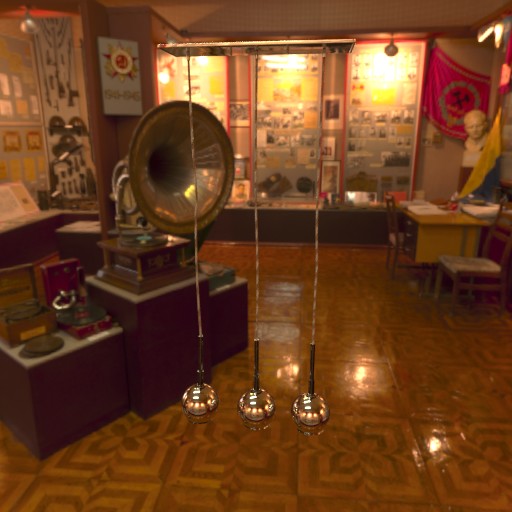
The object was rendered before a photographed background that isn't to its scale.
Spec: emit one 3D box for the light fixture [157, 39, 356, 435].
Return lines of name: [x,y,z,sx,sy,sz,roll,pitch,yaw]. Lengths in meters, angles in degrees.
light fixture: [0.000,0.000,1.631,0.623,1.408,0.188,2,16,8]
